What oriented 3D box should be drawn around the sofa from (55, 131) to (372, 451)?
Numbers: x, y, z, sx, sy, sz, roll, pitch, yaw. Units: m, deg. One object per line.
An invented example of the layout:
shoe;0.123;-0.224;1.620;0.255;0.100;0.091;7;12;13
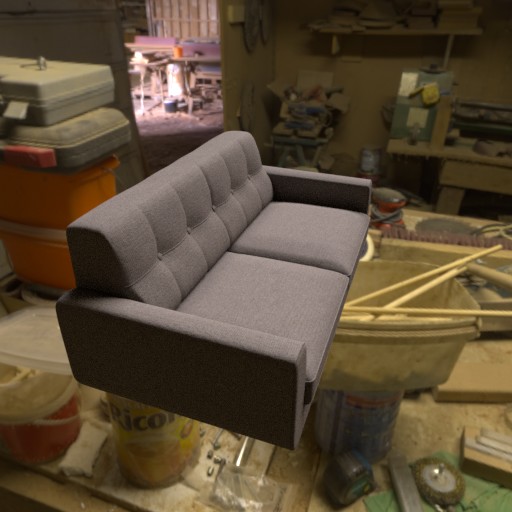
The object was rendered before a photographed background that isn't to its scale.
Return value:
sofa;0.000;0.000;2.129;0.909;0.841;1.631;10;31;18
